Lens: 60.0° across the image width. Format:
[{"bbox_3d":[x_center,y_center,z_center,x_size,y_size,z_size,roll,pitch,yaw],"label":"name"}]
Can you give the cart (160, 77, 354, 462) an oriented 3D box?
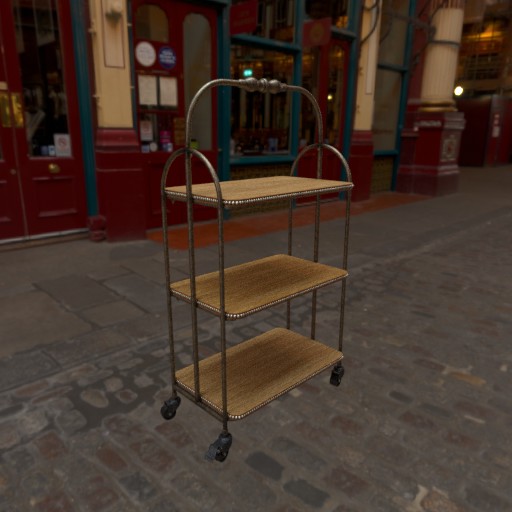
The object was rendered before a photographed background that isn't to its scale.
[{"bbox_3d":[0.000,0.000,1.401,0.650,1.052,0.330,-15,22,-42],"label":"cart"}]
